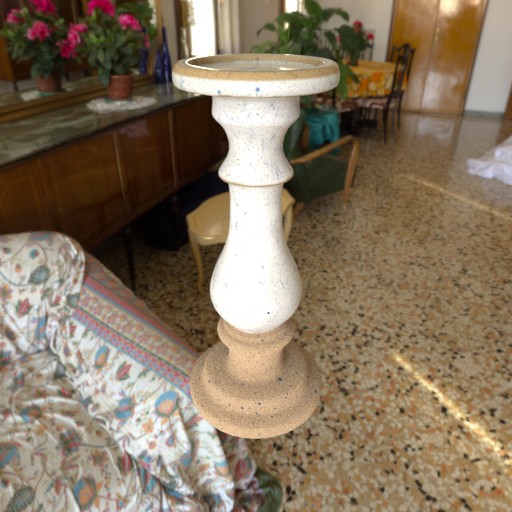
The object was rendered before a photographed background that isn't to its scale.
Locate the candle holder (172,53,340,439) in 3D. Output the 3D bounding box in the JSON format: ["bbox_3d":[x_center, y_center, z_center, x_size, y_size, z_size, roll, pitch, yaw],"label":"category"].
[{"bbox_3d":[0.000,0.000,0.251,0.088,0.203,0.088,0,30,0],"label":"candle holder"}]
